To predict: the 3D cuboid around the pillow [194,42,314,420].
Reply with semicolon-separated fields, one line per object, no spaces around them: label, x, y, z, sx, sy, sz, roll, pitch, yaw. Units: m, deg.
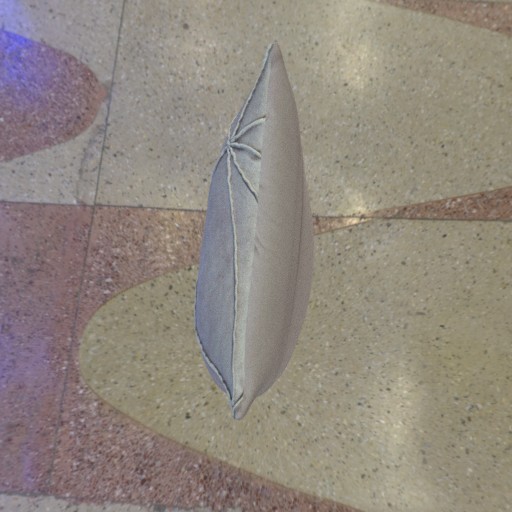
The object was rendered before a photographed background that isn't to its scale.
pillow;0.000;0.000;0.686;0.185;0.440;0.439;5;76;1
